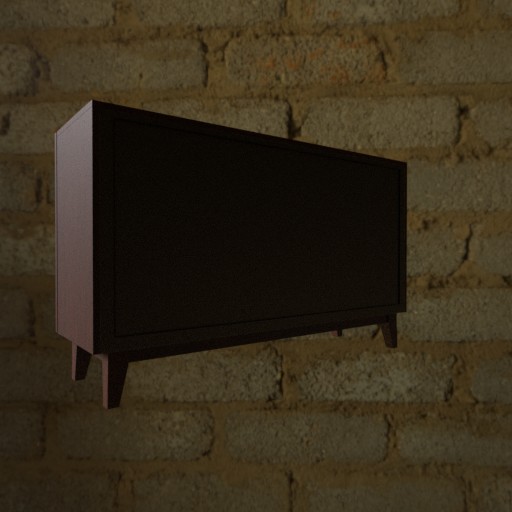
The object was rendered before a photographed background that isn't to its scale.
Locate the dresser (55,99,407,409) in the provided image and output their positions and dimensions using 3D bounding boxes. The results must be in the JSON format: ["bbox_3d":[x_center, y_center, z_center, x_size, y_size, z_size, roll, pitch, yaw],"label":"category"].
[{"bbox_3d":[0.000,0.000,2.034,1.609,0.971,0.499,0,1,-37],"label":"dresser"}]
